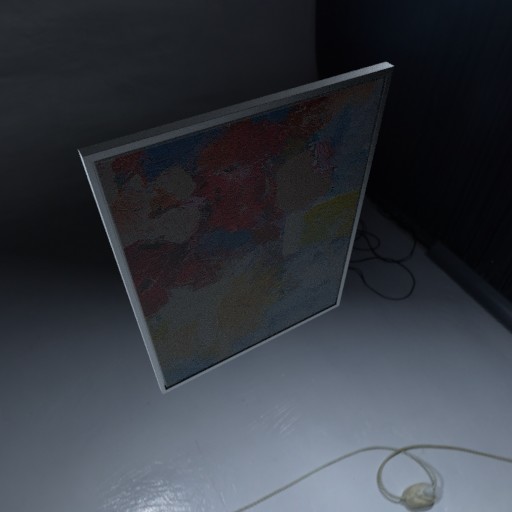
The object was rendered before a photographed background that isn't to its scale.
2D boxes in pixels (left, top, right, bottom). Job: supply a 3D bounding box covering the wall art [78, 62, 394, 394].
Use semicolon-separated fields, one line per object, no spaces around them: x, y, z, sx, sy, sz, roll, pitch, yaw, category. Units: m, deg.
0.000;0.000;1.412;0.816;1.046;0.030;-23;51;-20;wall art
